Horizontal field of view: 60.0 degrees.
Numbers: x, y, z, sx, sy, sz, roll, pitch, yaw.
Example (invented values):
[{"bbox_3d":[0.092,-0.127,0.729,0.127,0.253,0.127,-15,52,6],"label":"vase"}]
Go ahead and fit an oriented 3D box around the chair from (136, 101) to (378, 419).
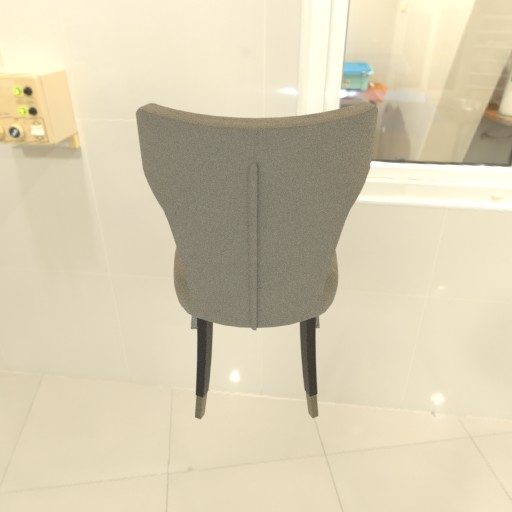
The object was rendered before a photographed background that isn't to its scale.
[{"bbox_3d":[0.000,0.000,1.327,0.526,0.955,0.630,0,30,-1],"label":"chair"}]
